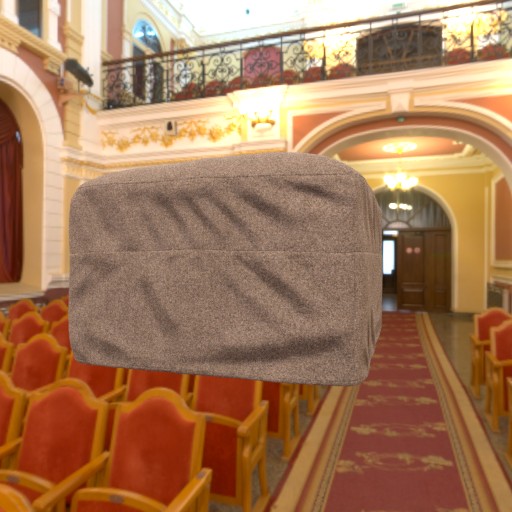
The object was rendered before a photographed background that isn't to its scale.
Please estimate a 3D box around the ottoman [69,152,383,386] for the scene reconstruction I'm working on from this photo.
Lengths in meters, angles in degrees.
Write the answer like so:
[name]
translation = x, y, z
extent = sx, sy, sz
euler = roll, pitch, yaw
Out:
[ottoman]
translation = 0.000, 0.000, 1.277
extent = 0.683, 0.481, 0.837
euler = 0, 0, 18
